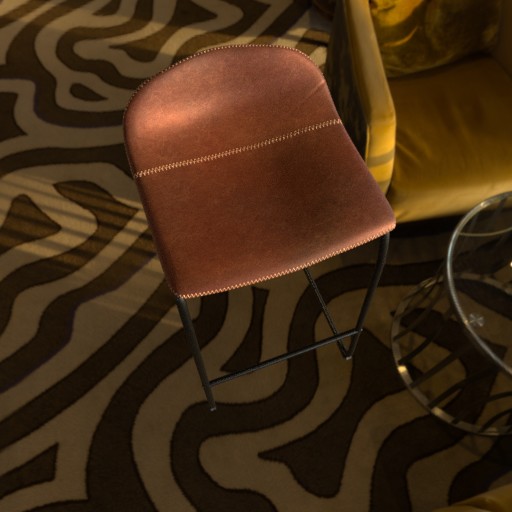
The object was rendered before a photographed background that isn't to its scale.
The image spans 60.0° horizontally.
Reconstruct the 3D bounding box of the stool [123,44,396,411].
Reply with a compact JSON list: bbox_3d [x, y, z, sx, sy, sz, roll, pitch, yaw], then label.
[{"bbox_3d":[0.000,0.000,1.083,0.454,0.830,0.473,-18,63,-9],"label":"stool"}]
